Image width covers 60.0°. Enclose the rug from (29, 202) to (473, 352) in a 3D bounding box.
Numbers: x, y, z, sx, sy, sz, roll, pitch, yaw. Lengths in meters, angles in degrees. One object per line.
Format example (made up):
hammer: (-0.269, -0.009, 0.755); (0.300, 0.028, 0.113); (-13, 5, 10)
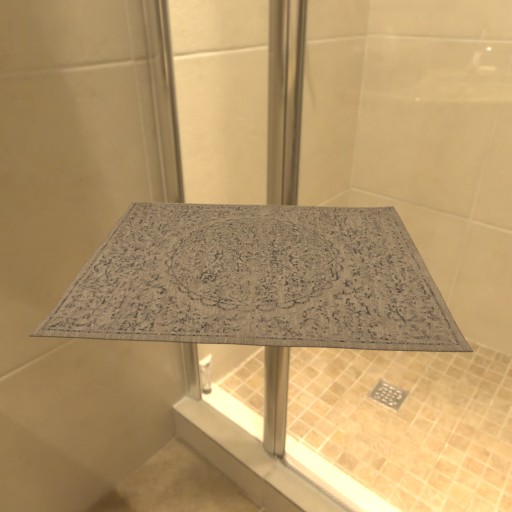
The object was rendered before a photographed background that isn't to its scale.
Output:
rug: (0.000, 0.000, 3.920); (2.925, 0.026, 2.343); (2, 30, 3)
